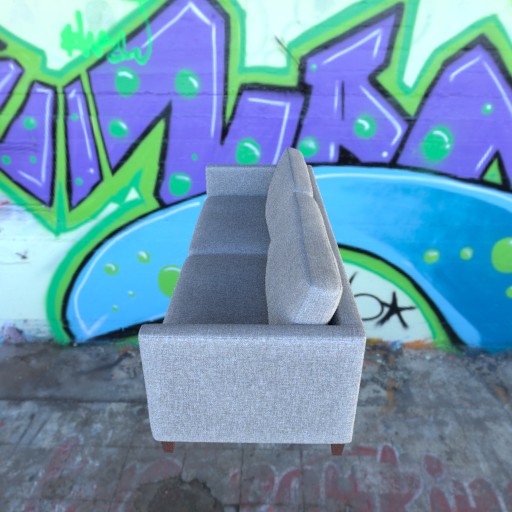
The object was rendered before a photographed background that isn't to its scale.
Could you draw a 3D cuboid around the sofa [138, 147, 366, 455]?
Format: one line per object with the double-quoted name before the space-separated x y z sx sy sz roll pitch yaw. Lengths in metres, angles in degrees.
"sofa" 0.000 0.000 2.943 0.948 0.951 2.434 0 28 1
